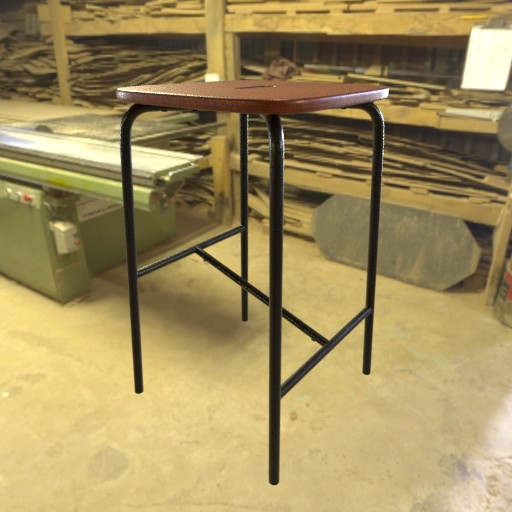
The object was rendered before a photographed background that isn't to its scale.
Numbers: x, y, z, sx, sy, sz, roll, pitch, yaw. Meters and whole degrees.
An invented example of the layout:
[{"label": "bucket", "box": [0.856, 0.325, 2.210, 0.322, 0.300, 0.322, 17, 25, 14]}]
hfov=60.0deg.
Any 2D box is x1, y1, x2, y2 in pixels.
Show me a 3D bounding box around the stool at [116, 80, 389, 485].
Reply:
[{"label": "stool", "box": [0.000, 0.000, 0.855, 0.376, 0.610, 0.376, 18, 30, 34]}]
